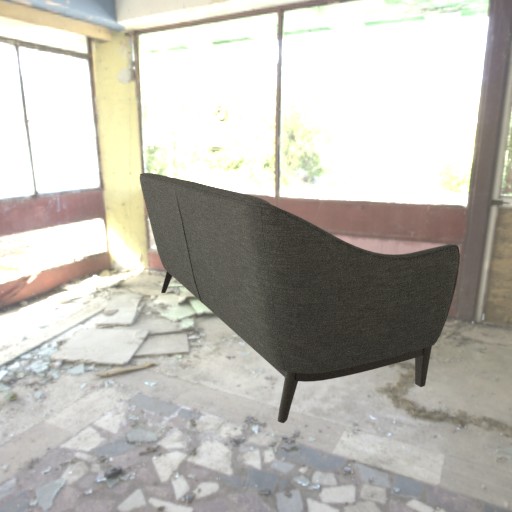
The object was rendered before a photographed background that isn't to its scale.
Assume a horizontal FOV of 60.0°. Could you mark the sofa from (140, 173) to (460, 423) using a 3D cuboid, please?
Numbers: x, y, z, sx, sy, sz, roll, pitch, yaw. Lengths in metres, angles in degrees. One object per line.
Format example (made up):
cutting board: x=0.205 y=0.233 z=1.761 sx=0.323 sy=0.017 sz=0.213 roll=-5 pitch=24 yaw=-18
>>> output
sofa: x=0.000 y=0.000 z=2.400 sx=0.867 sy=0.829 sz=1.928 roll=-7 pitch=16 yaw=-26
